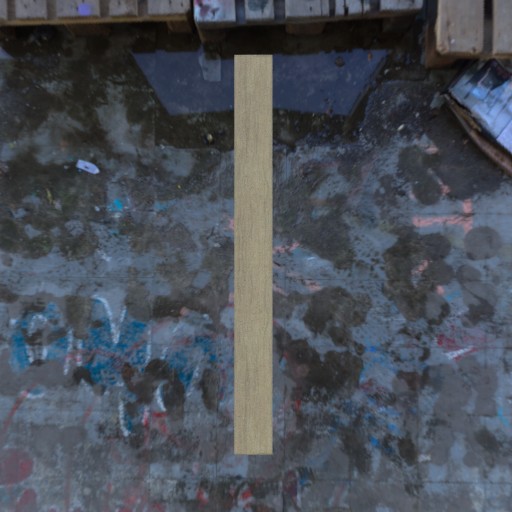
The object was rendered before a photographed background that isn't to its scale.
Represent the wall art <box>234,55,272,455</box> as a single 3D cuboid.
[{"bbox_3d":[0.000,0.000,0.535,0.030,0.380,0.312,0,90,1],"label":"wall art"}]
